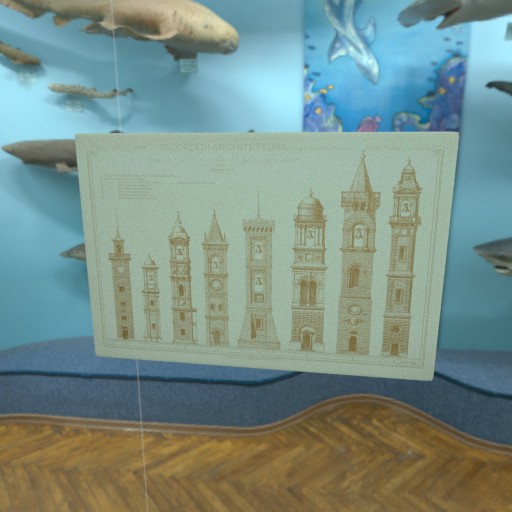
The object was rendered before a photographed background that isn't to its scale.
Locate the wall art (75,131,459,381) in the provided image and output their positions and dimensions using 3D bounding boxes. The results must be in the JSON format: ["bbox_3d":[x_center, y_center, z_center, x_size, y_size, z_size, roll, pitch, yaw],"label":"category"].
[{"bbox_3d":[0.000,0.000,0.473,0.380,0.254,0.019,2,14,8],"label":"wall art"}]
